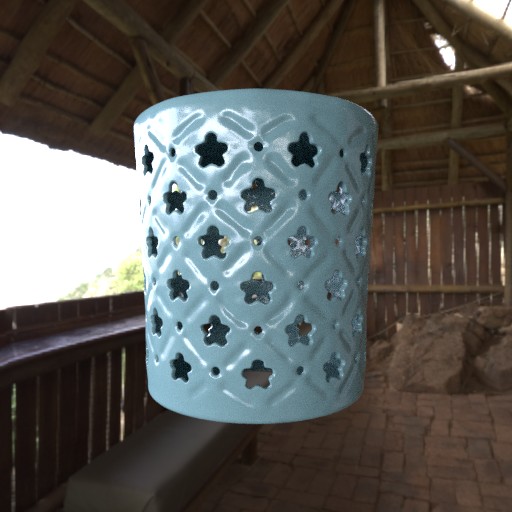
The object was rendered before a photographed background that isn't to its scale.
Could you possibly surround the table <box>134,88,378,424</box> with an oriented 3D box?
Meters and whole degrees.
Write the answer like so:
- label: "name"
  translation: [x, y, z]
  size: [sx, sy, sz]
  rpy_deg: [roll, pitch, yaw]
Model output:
- label: "table"
  translation: [0.000, 0.000, 0.665]
  size: [0.352, 0.387, 0.352]
  rpy_deg: [0, 1, 0]
